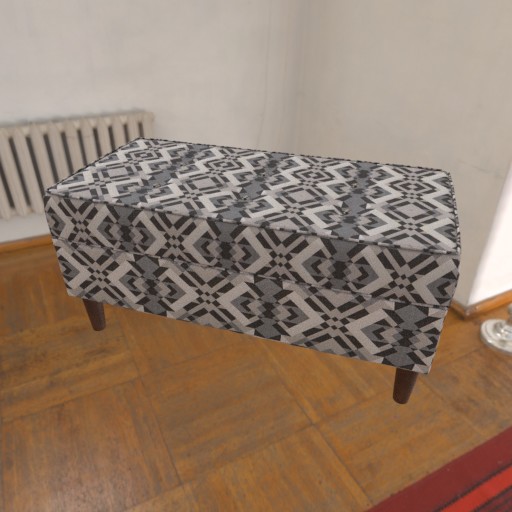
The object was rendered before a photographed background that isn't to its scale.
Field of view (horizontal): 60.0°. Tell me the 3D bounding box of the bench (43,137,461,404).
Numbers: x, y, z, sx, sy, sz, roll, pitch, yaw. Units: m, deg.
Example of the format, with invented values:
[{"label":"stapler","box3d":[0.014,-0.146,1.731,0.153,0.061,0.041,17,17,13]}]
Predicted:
[{"label":"bench","box3d":[0.000,0.000,1.299,1.016,0.477,0.492,10,34,15]}]
